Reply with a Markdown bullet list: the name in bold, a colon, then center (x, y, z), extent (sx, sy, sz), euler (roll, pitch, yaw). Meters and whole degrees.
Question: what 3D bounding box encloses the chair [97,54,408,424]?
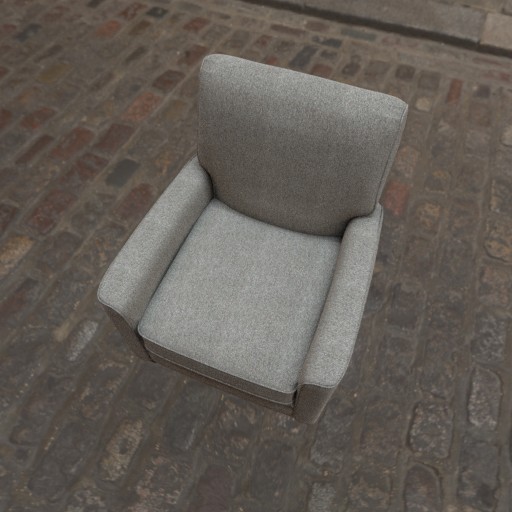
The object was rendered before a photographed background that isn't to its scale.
- **chair**: center (0.000, 0.000, 1.618), extent (0.841, 1.028, 0.858), euler (18, 60, 11)
